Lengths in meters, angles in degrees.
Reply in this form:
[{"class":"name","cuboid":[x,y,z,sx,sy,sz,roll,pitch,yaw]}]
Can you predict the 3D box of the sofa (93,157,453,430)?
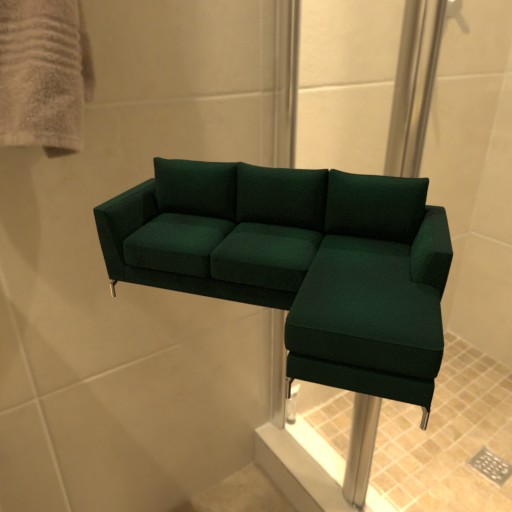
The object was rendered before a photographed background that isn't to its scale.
[{"class":"sofa","cuboid":[0.000,0.000,3.054,2.441,1.007,1.489,8,27,16]}]
